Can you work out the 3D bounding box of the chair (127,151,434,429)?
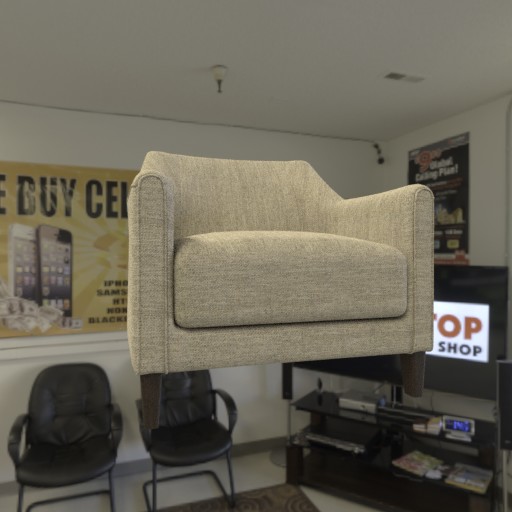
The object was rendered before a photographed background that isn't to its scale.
[{"bbox_3d":[0.000,0.000,1.419,0.796,0.761,0.758,0,1,-18],"label":"chair"}]
